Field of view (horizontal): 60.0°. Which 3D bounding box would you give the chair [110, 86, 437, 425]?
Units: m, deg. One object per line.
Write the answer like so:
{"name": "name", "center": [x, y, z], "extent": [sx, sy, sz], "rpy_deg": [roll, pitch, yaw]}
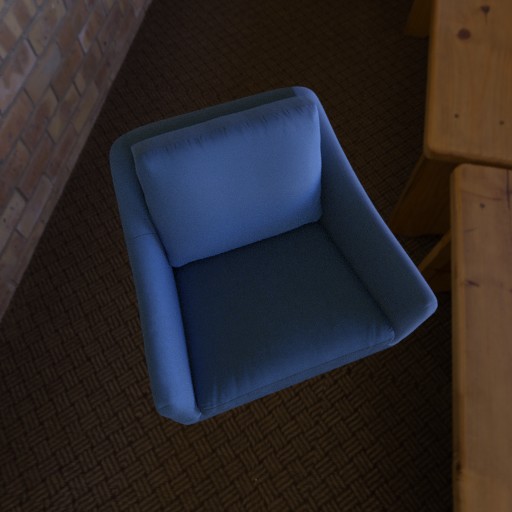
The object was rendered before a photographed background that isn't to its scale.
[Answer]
{"name": "chair", "center": [0.000, 0.000, 1.733], "extent": [0.987, 0.899, 0.961], "rpy_deg": [-19, 65, -9]}
